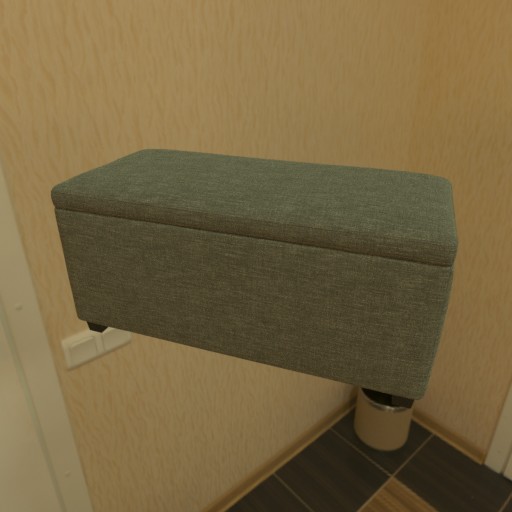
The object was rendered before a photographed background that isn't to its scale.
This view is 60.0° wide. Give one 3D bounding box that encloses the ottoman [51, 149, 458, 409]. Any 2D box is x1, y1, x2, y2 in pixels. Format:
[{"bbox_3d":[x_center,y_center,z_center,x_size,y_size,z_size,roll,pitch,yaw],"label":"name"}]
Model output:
[{"bbox_3d":[0.000,0.000,1.140,0.902,0.432,0.419,9,28,17],"label":"ottoman"}]
